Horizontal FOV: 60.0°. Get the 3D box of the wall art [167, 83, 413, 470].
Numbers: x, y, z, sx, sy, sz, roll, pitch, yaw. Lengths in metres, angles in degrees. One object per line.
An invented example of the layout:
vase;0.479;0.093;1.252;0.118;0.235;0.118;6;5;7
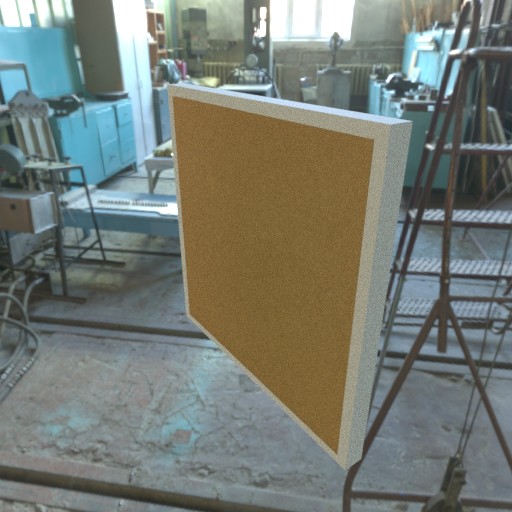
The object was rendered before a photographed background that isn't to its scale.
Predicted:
wall art;0.000;0.000;0.749;0.035;0.507;0.508;-18;31;-32
